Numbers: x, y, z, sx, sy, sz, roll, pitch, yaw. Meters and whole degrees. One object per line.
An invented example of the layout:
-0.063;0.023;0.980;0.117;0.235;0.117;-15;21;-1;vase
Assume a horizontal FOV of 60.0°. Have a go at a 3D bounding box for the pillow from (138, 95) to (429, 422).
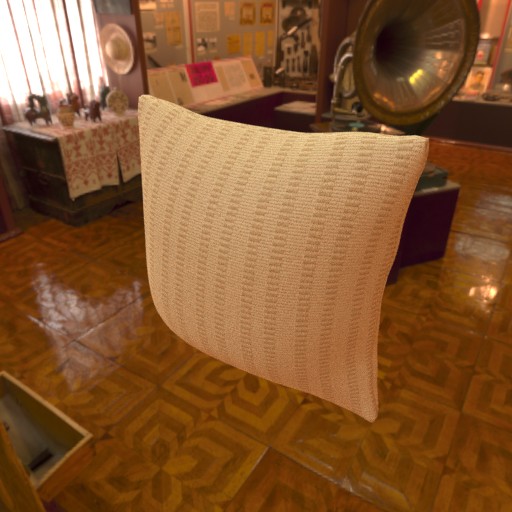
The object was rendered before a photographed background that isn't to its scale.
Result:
0.000;0.000;0.662;0.438;0.419;0.247;19;35;30;pillow
